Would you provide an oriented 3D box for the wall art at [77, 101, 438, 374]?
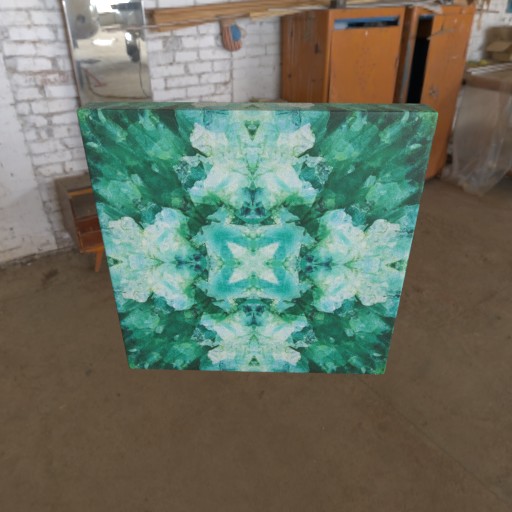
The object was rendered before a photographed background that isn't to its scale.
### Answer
[{"bbox_3d":[0.000,0.000,0.477,0.313,0.313,0.033,1,31,2],"label":"wall art"}]
